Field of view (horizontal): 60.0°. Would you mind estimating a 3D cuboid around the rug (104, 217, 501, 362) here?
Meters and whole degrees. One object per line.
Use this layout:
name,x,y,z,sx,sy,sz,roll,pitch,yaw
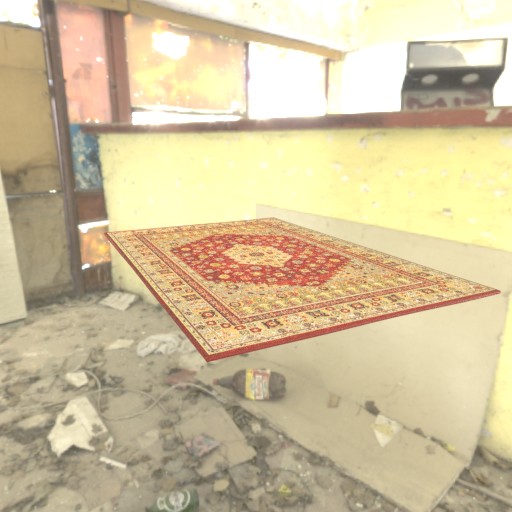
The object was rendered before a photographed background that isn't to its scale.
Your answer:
rug,0.000,0.000,2.207,1.194,0.013,1.802,-7,17,-26
